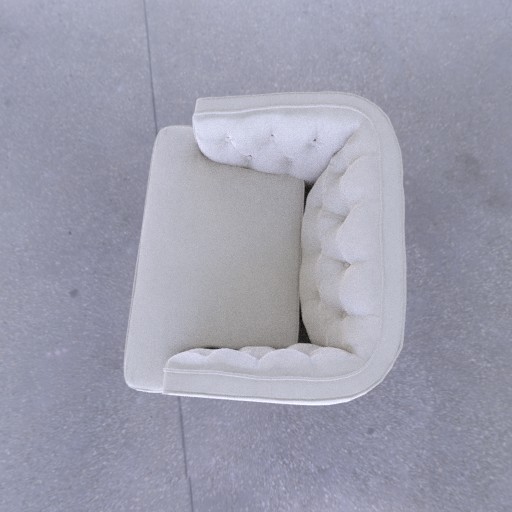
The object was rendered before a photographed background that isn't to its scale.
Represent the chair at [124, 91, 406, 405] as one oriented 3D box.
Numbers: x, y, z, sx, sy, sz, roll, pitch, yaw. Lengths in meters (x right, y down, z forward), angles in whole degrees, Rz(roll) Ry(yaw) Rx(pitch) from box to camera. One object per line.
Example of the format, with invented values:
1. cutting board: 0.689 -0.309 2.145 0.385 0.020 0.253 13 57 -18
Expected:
1. chair: 0.000 0.000 1.781 0.941 0.852 1.104 4 75 1
